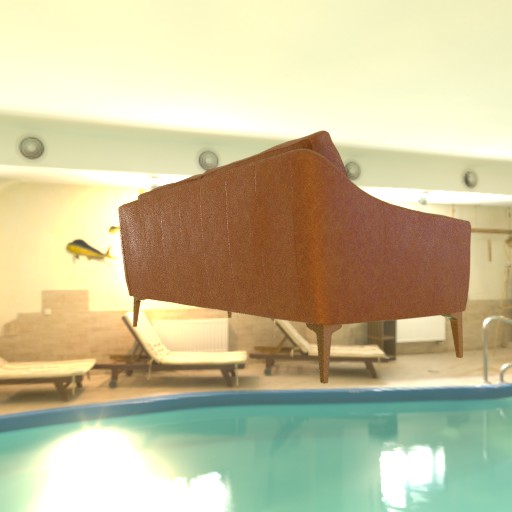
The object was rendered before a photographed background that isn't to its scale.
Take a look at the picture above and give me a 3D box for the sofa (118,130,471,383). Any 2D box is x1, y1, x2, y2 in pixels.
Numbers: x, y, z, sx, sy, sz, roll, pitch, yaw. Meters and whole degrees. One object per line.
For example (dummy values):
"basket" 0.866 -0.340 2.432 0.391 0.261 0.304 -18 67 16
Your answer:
"sofa" 0.000 0.000 2.535 0.981 0.945 2.036 1 -2 -36
